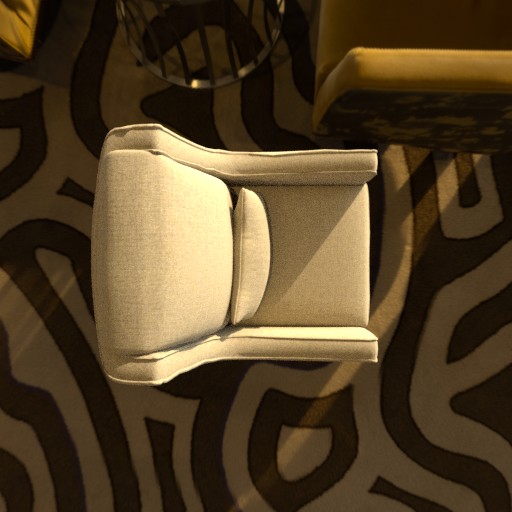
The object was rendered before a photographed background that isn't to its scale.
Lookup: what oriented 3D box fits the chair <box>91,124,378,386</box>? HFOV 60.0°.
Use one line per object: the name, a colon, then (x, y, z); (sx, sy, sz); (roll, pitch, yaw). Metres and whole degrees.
chair: (0.000, 0.000, 1.624); (0.879, 0.993, 0.732); (0, 90, -1)
